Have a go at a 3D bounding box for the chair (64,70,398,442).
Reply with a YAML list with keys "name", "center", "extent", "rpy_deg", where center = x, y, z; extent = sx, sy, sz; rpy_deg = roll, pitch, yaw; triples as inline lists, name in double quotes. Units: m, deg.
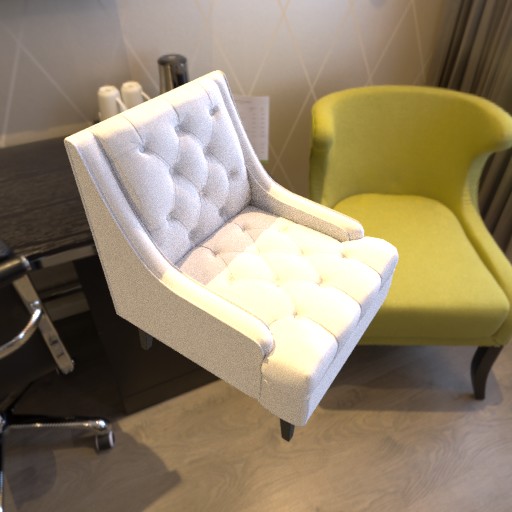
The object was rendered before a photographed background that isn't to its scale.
- name: "chair"
  center: [0.000, 0.000, 1.445]
  extent: [0.772, 0.891, 0.658]
  rpy_deg: [24, 47, 25]
